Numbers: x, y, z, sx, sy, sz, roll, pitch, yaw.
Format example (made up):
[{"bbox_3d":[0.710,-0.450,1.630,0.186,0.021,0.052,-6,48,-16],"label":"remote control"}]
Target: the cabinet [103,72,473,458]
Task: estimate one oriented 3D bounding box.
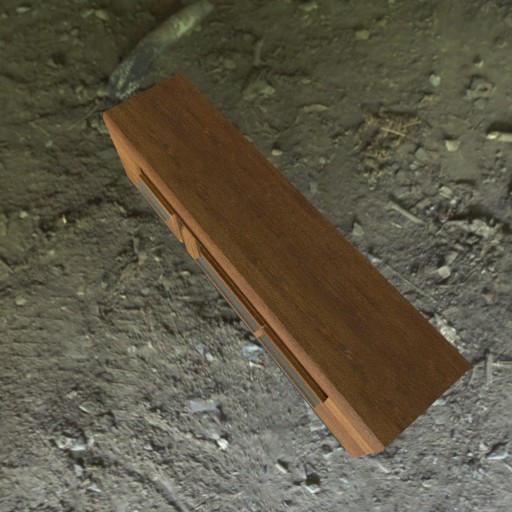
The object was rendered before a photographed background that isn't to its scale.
[{"bbox_3d":[0.000,0.000,1.797,0.419,0.510,1.600,-35,68,-16],"label":"cabinet"}]
